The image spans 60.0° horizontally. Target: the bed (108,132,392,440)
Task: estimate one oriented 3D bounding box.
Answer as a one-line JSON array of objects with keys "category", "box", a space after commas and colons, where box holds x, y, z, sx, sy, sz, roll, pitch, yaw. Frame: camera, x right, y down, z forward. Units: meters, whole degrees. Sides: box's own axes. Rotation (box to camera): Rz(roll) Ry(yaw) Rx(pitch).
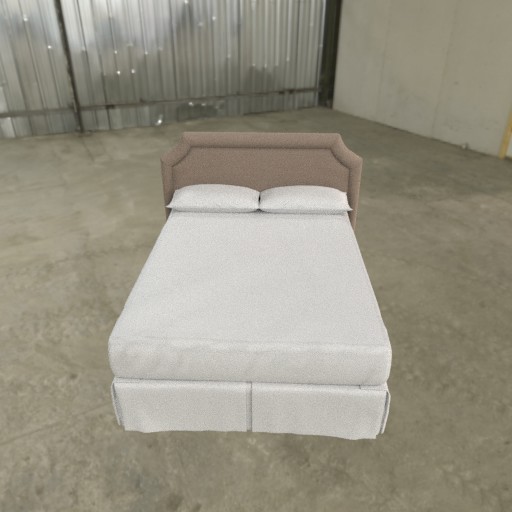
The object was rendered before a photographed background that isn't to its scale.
[{"category": "bed", "box": [0.000, 0.000, 3.306, 1.828, 1.303, 2.164, 1, 30, 2]}]
